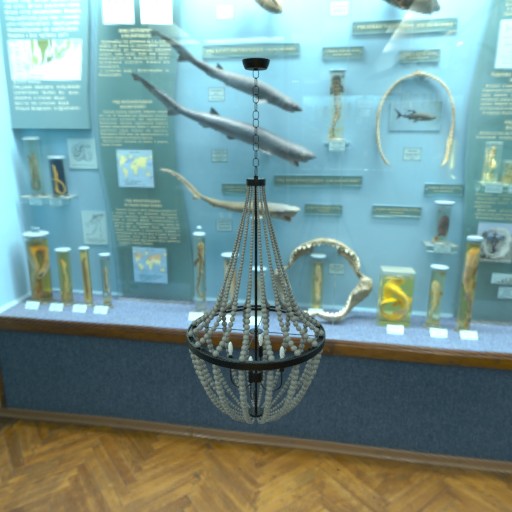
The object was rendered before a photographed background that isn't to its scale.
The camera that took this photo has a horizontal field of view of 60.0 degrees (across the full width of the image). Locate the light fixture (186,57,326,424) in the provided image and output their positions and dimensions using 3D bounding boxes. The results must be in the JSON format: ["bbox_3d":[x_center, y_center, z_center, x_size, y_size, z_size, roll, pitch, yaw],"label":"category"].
[{"bbox_3d":[0.000,0.000,1.384,0.450,1.133,0.450,0,15,0],"label":"light fixture"}]
